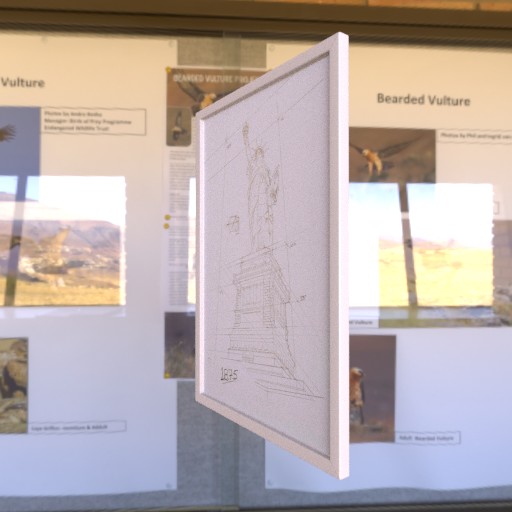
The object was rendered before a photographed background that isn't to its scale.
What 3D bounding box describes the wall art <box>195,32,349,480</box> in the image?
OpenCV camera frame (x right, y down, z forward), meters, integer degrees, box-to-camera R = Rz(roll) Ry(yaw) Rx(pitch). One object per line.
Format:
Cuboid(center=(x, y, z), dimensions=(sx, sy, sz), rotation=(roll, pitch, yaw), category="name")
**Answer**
Cuboid(center=(0.000, 0.000, 1.505), dimensions=(0.038, 1.183, 0.808), rotation=(0, -1, -36), category="wall art")
